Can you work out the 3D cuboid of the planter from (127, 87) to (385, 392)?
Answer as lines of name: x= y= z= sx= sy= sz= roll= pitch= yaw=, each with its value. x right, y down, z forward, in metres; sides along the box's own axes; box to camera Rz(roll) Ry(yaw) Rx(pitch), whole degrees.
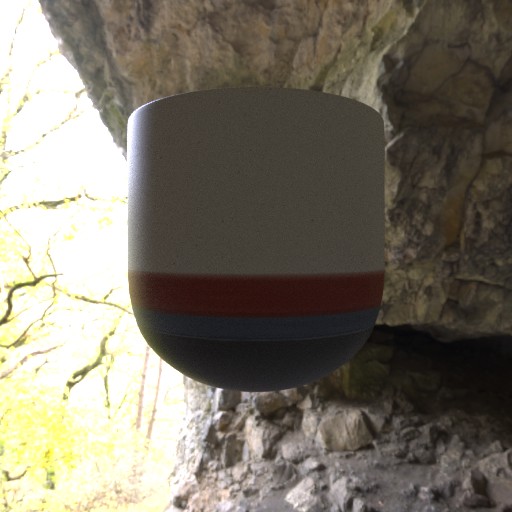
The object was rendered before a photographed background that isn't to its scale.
planter: x=0.000 y=0.000 z=0.481 sx=0.268 sy=0.270 sz=0.268 roll=0 pitch=1 yaw=0
